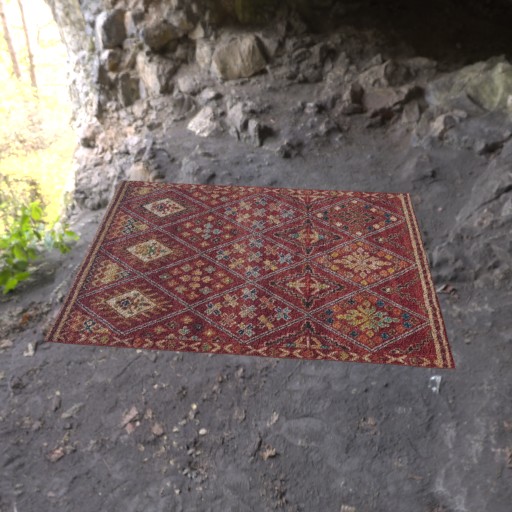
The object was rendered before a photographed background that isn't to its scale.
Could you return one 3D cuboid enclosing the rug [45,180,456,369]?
[{"bbox_3d":[0.000,0.000,2.967,2.286,0.026,1.521,3,46,3],"label":"rug"}]
